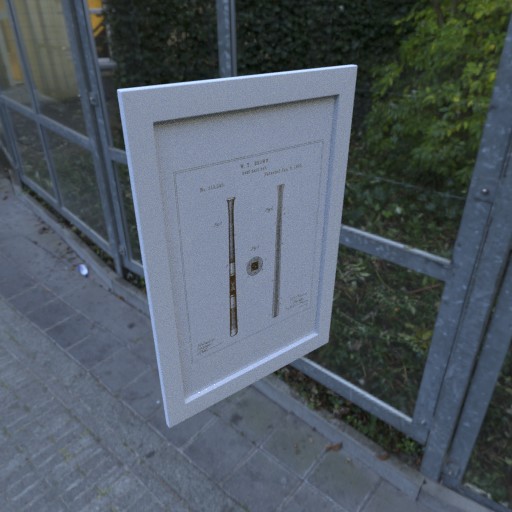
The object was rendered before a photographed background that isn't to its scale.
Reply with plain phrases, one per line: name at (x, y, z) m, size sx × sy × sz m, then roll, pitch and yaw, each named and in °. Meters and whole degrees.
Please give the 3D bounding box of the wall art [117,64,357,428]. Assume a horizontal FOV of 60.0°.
wall art at (0.000, 0.000, 0.633) m, size 0.329 × 0.482 × 0.011 m, roll -20°, pitch 35°, yaw -31°
